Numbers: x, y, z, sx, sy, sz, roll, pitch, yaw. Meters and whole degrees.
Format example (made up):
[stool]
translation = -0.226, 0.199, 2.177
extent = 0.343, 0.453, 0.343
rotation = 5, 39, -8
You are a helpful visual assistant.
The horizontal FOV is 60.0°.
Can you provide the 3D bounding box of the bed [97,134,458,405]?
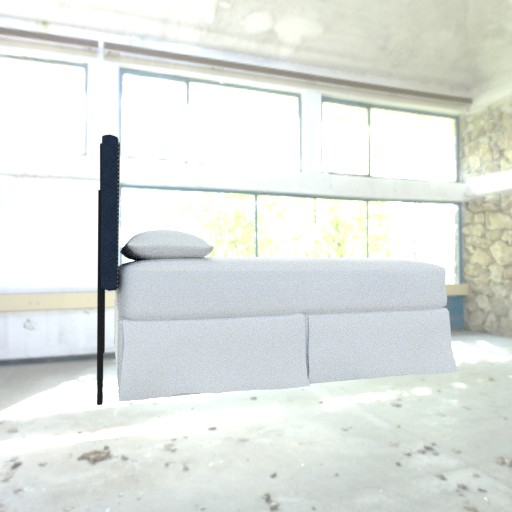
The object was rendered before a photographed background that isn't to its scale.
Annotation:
[bed]
translation = 0.000, 0.000, 3.245
extent = 2.153, 1.518, 1.725
rotation = 0, -1, -18
